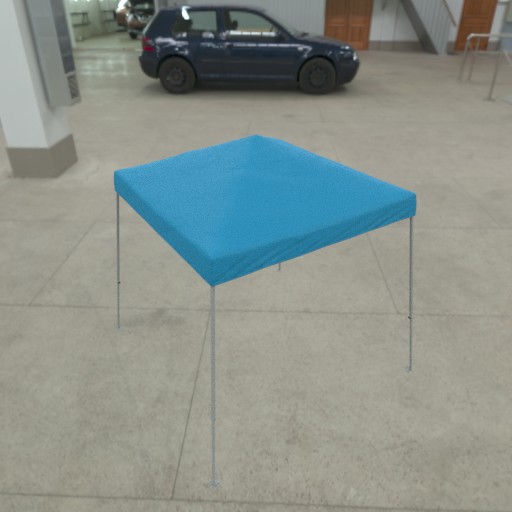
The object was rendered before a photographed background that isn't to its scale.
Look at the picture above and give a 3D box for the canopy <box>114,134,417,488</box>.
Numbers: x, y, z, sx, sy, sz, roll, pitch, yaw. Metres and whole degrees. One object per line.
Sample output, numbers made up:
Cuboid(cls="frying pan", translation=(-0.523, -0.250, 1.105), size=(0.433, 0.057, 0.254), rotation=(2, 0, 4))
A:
Cuboid(cls="canopy", translation=(0.000, 0.000, 5.216), size=(2.850, 2.850, 2.849), rotation=(-18, 35, -28))
